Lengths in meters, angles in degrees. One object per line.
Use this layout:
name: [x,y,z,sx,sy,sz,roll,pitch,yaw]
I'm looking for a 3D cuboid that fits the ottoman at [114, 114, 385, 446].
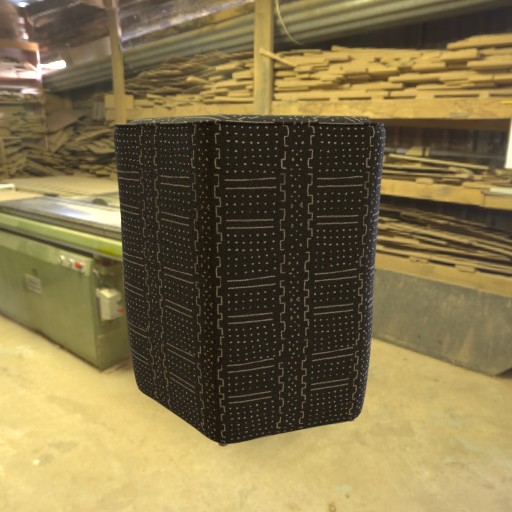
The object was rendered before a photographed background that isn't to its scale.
ottoman: [0.000,0.000,0.851,0.494,0.502,0.443,14,20,42]
